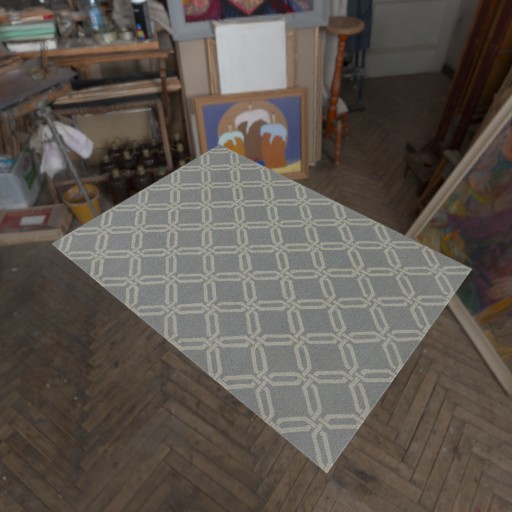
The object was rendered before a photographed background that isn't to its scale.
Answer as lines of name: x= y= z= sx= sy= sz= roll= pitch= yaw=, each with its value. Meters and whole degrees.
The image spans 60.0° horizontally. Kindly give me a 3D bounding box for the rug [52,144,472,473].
rug: x=0.000 y=0.000 z=4.364 sx=3.353 sy=0.013 sz=2.438 roll=32 pitch=54 yaw=27
